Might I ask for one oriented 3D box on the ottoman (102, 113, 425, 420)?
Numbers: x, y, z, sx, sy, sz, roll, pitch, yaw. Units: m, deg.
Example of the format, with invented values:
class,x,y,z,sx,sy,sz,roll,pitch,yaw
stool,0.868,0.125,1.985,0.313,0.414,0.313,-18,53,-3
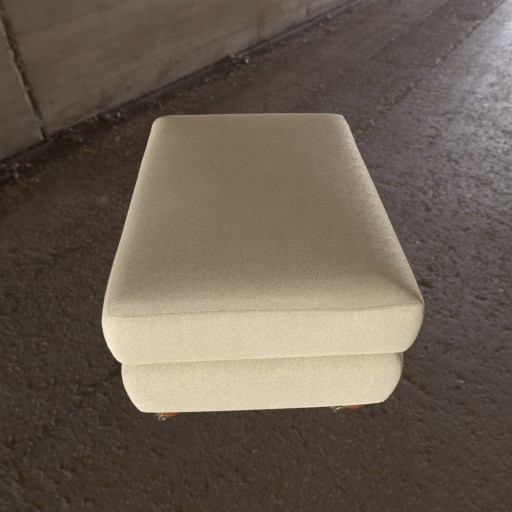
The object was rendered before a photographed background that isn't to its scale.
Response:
class,x,y,z,sx,sy,sz,roll,pitch,yaw
ottoman,0.000,0.000,1.139,0.569,0.499,0.773,-2,42,-2
